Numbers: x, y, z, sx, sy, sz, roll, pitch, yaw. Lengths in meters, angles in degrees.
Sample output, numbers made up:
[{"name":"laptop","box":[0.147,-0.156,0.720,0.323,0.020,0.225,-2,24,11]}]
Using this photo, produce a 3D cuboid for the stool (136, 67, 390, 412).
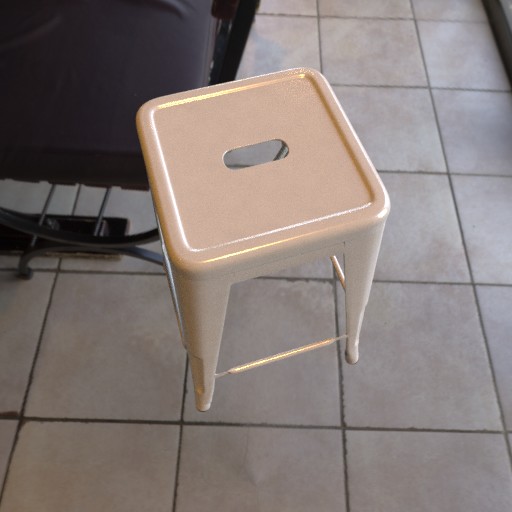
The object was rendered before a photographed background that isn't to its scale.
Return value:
[{"name":"stool","box":[0.000,0.000,0.870,0.406,0.610,0.406,-15,64,-8]}]
